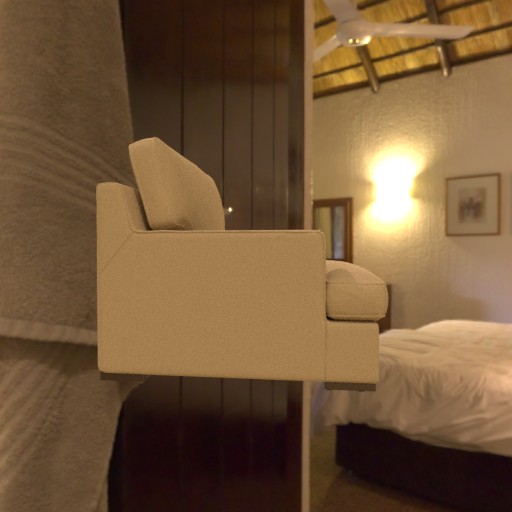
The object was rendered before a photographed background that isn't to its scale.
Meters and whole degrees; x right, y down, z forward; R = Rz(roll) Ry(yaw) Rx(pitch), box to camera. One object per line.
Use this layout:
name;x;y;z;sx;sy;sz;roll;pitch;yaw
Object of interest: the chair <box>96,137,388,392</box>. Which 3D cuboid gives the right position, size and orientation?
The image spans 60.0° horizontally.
chair;0.000;0.000;2.255;1.274;1.005;1.293;0;0;0
